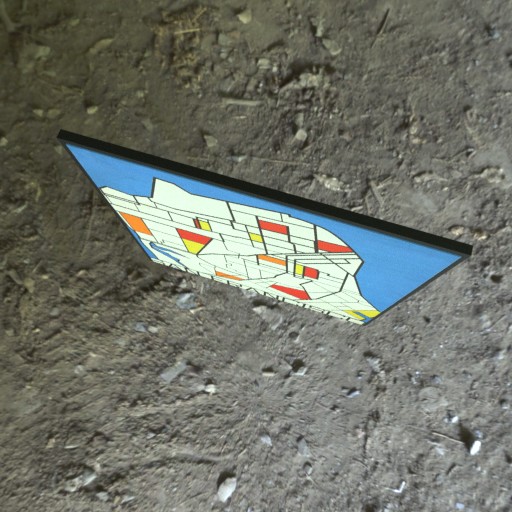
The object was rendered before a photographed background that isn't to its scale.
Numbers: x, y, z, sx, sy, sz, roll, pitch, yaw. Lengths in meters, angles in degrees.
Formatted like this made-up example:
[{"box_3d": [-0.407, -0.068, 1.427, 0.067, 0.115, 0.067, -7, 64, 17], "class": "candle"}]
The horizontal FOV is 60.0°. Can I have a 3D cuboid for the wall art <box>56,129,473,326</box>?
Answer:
[{"box_3d": [0.000, 0.000, 0.686, 0.458, 0.457, 0.013, 17, 73, 5], "class": "wall art"}]
